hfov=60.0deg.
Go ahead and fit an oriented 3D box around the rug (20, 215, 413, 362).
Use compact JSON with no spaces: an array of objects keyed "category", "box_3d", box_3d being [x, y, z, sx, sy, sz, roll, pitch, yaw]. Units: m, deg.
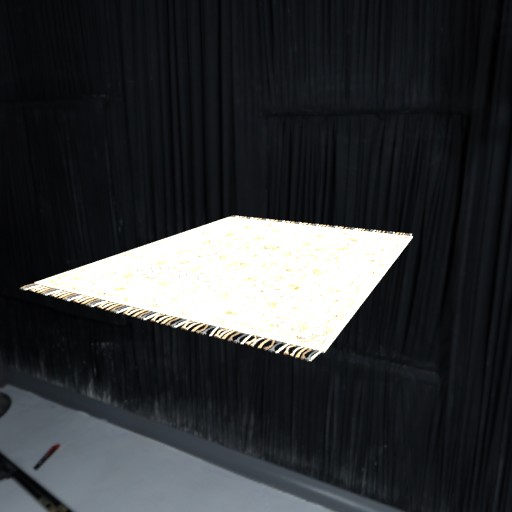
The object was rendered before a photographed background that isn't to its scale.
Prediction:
[{"category":"rug","box_3d":[0.000,0.000,2.249,1.278,0.009,1.726,8,18,26]}]
